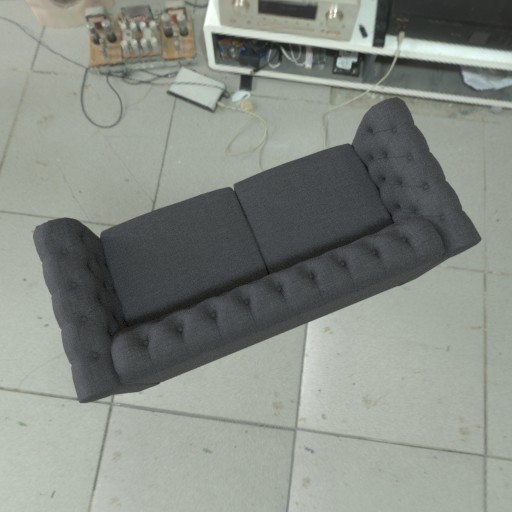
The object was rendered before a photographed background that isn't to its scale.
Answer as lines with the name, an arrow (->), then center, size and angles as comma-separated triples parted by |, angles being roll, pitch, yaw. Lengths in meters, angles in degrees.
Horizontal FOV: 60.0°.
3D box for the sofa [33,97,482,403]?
sofa -> 0.000, 0.000, 2.219 | 1.798, 0.797, 0.783 | -21, 76, -6
